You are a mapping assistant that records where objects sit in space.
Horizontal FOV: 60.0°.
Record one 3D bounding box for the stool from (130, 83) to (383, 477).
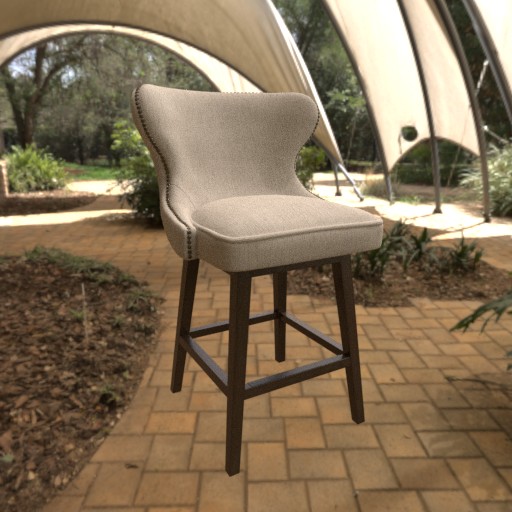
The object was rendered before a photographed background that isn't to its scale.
[{"bbox_3d":[0.000,0.000,1.319,0.615,0.972,0.597,-8,17,-29],"label":"stool"}]
